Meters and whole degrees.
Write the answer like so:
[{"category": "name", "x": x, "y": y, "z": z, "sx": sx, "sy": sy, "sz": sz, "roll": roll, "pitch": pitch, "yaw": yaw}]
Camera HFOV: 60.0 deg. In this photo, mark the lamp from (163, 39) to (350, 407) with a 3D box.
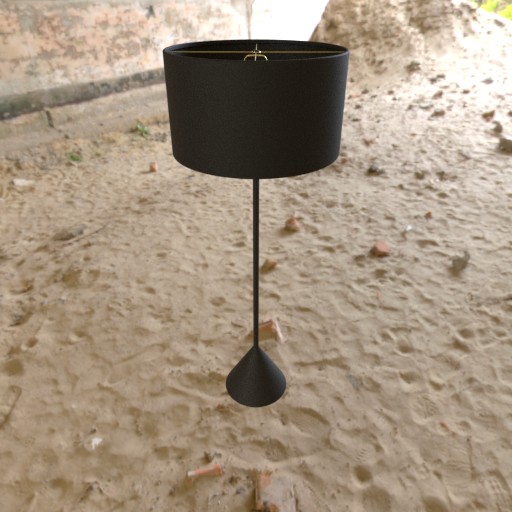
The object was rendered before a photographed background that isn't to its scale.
[{"category": "lamp", "x": 0.000, "y": 0.000, "z": 1.787, "sx": 0.580, "sy": 1.526, "sz": 0.580, "roll": 0, "pitch": 31, "yaw": 1}]
